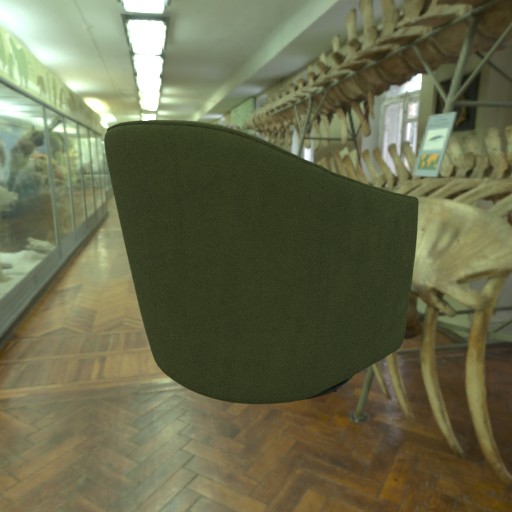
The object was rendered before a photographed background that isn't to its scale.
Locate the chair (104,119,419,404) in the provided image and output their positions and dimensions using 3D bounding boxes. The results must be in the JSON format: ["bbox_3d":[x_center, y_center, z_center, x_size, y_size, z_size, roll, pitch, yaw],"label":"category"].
[{"bbox_3d":[0.000,0.000,1.442,0.875,0.799,0.747,-11,17,-43],"label":"chair"}]
